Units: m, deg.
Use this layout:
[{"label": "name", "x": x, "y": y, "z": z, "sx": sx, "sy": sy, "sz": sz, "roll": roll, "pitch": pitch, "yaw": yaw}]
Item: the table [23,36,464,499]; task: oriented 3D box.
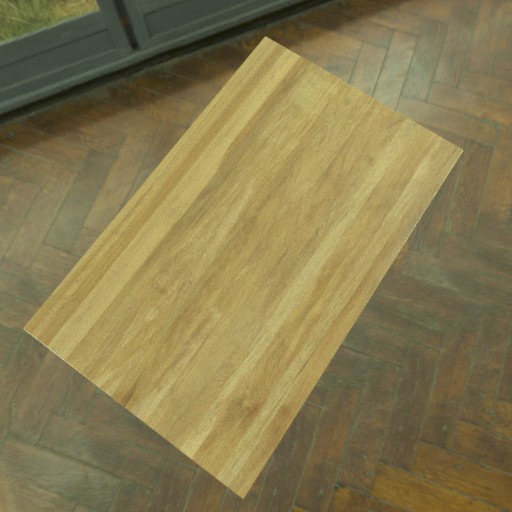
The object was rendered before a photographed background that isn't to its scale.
[{"label": "table", "x": 0.000, "y": 0.000, "z": 1.416, "sx": 0.692, "sy": 0.441, "sz": 1.100, "roll": 34, "pitch": 77, "yaw": 9}]
